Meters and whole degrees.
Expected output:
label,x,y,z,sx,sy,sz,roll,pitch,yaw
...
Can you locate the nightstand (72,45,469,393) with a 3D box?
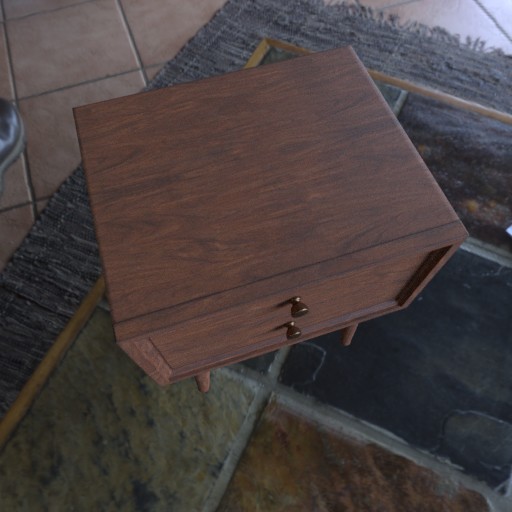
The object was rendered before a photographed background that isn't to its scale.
label,x,y,z,sx,sy,sz,roll,pitch,yaw
nightstand,0.000,0.000,0.972,0.521,0.607,0.445,-16,64,-8
